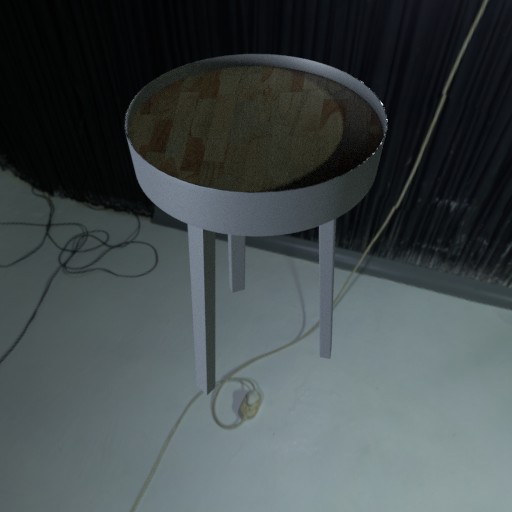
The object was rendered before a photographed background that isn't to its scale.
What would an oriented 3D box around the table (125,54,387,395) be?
[{"bbox_3d":[0.000,0.000,0.952,0.406,0.686,0.406,10,48,9],"label":"table"}]
